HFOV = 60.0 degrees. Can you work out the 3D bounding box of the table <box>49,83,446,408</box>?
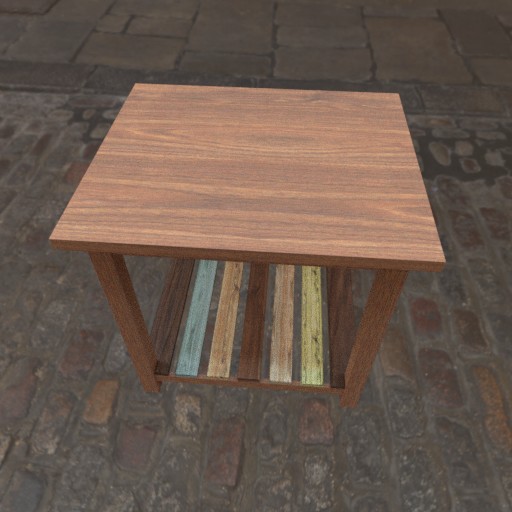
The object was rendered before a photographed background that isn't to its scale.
[{"bbox_3d":[0.000,0.000,1.156,0.660,0.635,0.559,3,48,3],"label":"table"}]
